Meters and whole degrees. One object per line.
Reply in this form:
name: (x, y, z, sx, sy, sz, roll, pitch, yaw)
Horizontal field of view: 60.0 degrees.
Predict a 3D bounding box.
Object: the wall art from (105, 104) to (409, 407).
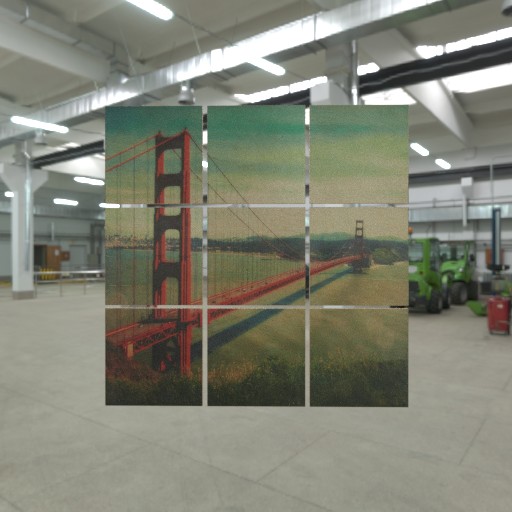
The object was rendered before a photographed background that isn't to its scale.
wall art: (0.000, 0.000, 1.346, 0.917, 0.910, 0.012, 0, 0, 1)
